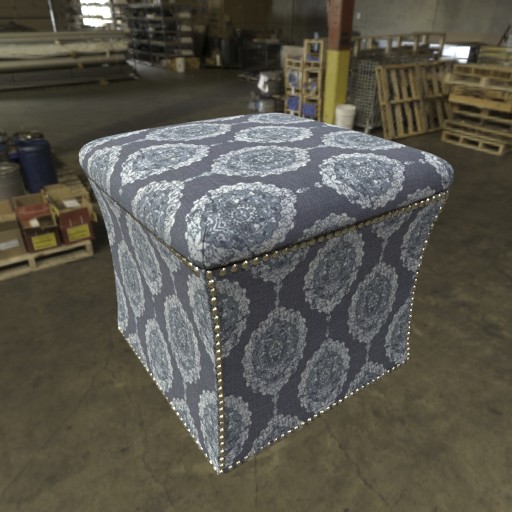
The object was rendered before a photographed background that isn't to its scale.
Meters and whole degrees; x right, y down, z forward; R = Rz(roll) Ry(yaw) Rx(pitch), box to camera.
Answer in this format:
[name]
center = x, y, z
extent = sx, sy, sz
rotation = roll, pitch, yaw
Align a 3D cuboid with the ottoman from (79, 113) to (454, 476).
[ottoman]
center = 0.000, 0.000, 0.883
extent = 0.507, 0.475, 0.497
rotation = -19, 34, -30
